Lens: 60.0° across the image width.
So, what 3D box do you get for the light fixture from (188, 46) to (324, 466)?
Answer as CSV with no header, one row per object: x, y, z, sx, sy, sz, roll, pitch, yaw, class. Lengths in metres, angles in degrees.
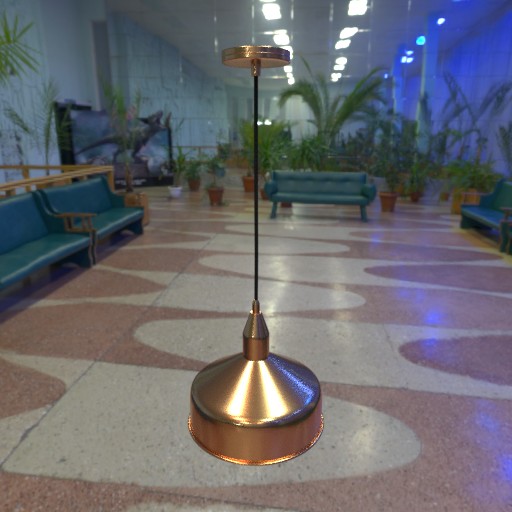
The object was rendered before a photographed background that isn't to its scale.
0.000,0.000,0.891,0.301,0.754,0.301,3,16,9,light fixture
